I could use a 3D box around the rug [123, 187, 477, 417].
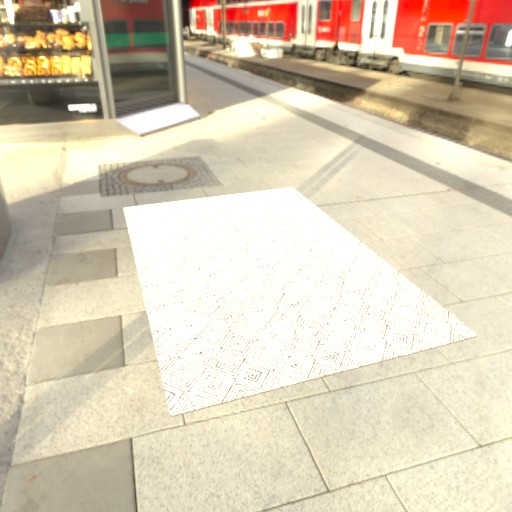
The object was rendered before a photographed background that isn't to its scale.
[{"bbox_3d":[0.000,0.000,2.265,1.175,0.008,1.783,-9,30,-17],"label":"rug"}]
